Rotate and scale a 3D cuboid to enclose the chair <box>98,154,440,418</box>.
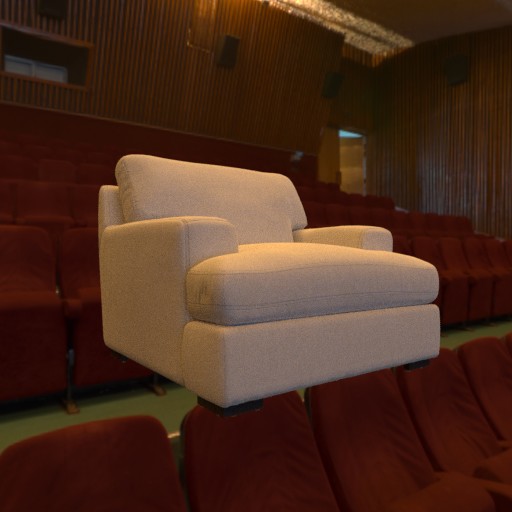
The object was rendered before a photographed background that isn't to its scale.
[{"bbox_3d":[0.000,0.000,1.986,1.140,0.930,1.158,0,0,-36],"label":"chair"}]
